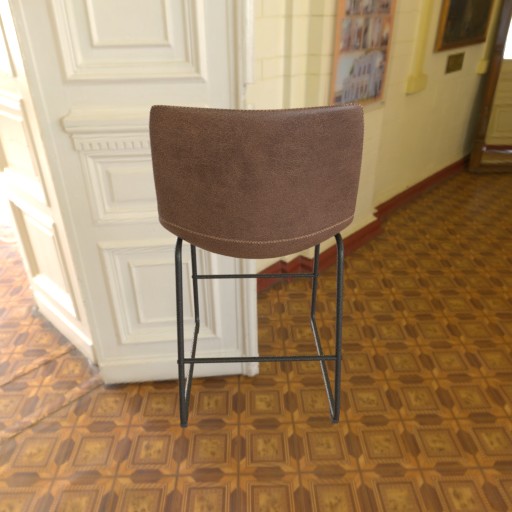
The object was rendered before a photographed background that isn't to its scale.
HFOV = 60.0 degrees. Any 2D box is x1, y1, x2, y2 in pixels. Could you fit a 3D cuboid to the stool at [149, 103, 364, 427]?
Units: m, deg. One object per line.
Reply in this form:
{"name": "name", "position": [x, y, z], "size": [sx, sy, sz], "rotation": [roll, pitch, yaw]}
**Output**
{"name": "stool", "position": [0.000, 0.000, 1.203], "size": [0.460, 0.890, 0.550], "rotation": [-1, 30, -2]}
